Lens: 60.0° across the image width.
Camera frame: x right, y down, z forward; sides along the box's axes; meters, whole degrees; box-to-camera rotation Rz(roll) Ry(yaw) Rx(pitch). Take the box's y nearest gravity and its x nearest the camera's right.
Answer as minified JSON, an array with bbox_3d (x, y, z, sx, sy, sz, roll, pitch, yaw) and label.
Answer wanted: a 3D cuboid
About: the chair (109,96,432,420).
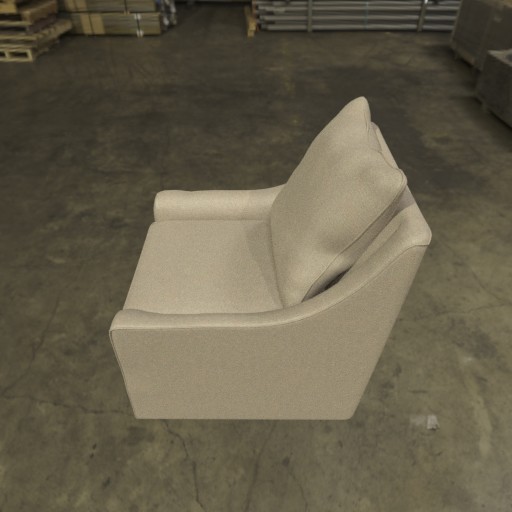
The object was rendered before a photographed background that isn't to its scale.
[{"bbox_3d":[0.000,0.000,1.575,0.876,0.942,0.760,0,39,0],"label":"chair"}]
